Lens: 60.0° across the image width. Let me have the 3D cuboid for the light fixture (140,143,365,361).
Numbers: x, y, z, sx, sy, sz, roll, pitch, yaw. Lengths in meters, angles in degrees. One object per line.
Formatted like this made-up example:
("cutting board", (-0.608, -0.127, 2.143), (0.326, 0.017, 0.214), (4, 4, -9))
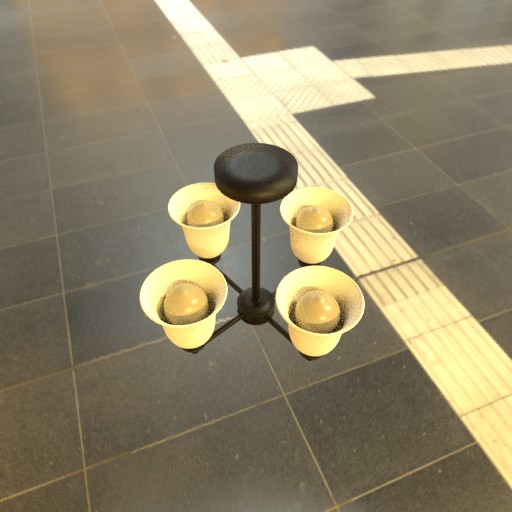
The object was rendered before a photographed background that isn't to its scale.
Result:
("light fixture", (0.000, 0.000, 1.908), (1.069, 0.925, 1.069), (-32, 54, -27))
